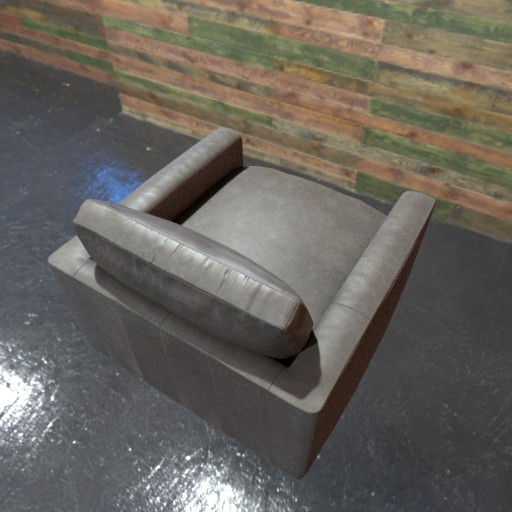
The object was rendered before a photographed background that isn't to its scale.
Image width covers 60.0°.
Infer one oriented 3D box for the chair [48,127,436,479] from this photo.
[{"bbox_3d":[0.000,0.000,1.765,1.106,0.807,1.080,24,51,22],"label":"chair"}]
